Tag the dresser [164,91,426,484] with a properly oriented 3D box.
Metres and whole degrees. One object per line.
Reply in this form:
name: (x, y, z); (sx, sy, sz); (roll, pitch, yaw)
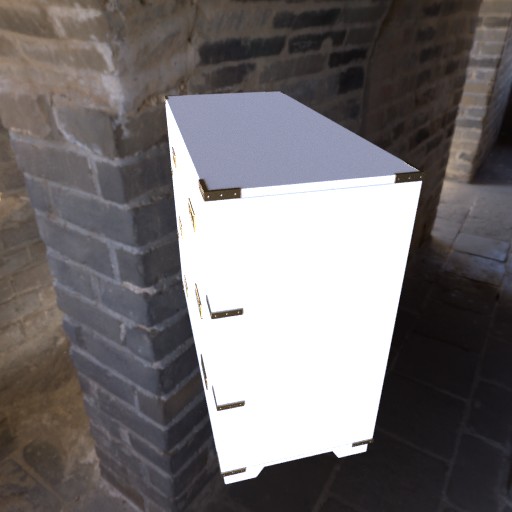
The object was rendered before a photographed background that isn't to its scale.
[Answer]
dresser: (0.000, 0.000, 1.507); (0.460, 0.891, 1.022); (-7, 30, -12)
